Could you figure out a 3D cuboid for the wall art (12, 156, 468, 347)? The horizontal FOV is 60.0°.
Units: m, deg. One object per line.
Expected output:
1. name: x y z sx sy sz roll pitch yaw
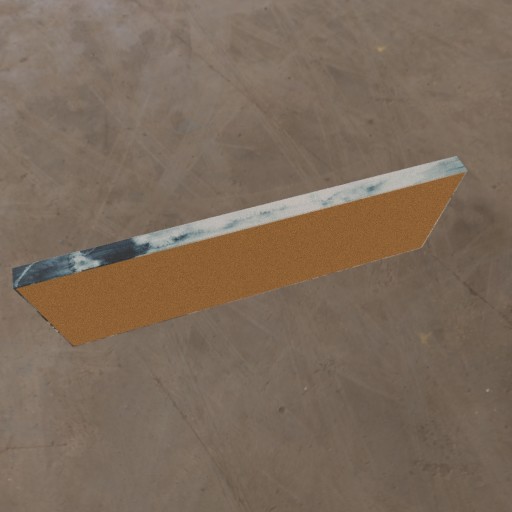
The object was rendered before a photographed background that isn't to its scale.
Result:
1. wall art: 0.000 0.000 0.825 0.759 0.251 0.037 -15 60 -9
